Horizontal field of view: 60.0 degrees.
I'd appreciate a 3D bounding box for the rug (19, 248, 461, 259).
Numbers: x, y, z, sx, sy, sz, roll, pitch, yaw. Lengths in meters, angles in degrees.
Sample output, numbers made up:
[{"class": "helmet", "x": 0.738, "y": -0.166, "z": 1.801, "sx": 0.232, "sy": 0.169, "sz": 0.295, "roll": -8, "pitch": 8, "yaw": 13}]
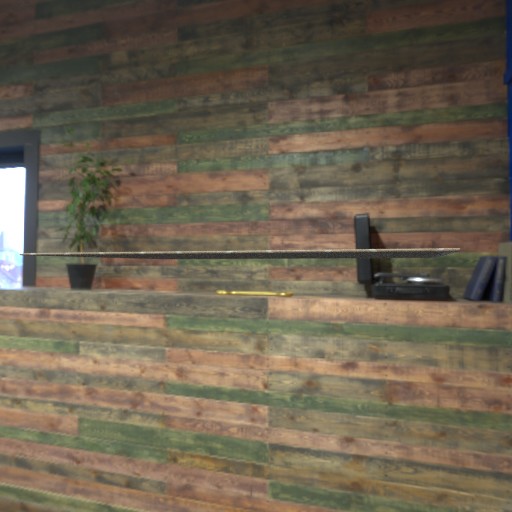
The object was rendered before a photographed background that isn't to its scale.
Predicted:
[{"class": "rug", "x": 0.000, "y": 0.000, "z": 2.720, "sx": 2.134, "sy": 0.010, "sz": 1.524, "roll": 0, "pitch": -1, "yaw": 19}]
